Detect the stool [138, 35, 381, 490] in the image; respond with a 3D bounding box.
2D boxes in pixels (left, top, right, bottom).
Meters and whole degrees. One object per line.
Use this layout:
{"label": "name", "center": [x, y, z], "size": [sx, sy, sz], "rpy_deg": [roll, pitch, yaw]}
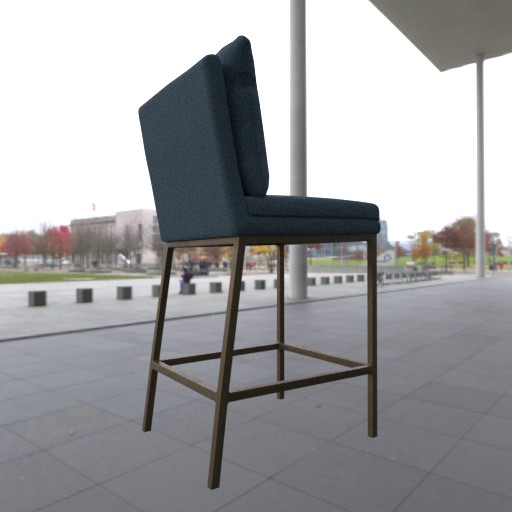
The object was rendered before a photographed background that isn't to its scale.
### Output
{"label": "stool", "center": [0.000, 0.000, 1.300], "size": [0.568, 1.032, 0.463], "rpy_deg": [0, -1, -35]}
